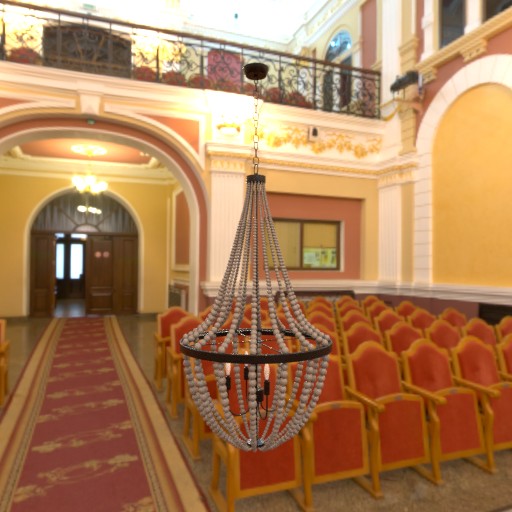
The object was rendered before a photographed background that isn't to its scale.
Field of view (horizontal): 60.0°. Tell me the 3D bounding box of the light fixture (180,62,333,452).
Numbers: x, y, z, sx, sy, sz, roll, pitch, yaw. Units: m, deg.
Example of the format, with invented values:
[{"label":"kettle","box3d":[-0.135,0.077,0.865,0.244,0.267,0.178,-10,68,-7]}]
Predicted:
[{"label":"light fixture","box3d":[0.000,0.000,1.329,0.450,1.133,0.450,0,-1,0]}]
